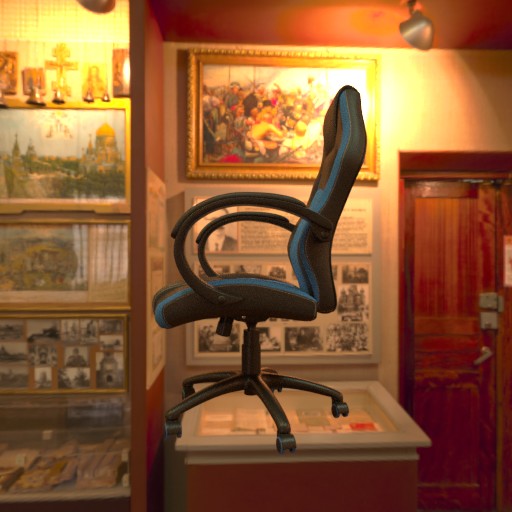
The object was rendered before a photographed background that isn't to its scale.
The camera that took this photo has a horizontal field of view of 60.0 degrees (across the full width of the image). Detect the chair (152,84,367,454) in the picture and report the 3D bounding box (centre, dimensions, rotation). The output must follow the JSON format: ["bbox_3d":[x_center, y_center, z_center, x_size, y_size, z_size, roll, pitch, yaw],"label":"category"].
[{"bbox_3d":[0.000,0.000,1.638,0.724,1.187,0.673,0,0,-1],"label":"chair"}]
